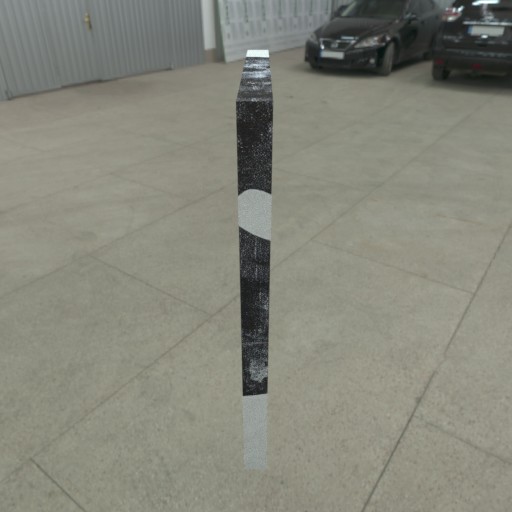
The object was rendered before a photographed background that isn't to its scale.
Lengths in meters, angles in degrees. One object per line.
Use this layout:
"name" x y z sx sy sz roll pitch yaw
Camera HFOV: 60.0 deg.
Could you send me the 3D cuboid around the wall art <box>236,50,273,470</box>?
"wall art" 0.000 0.000 0.773 0.039 0.610 0.407 0 31 1
